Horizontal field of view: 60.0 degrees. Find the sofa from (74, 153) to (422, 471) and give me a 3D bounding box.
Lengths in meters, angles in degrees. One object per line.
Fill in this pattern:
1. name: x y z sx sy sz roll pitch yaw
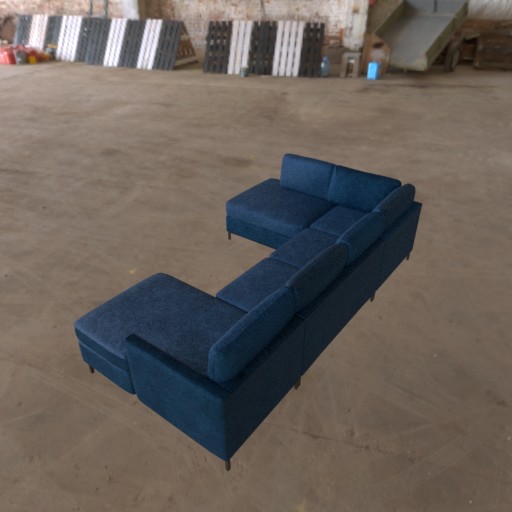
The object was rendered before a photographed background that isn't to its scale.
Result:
1. sofa: 0.000 0.000 4.366 2.055 0.992 3.434 22 38 31
